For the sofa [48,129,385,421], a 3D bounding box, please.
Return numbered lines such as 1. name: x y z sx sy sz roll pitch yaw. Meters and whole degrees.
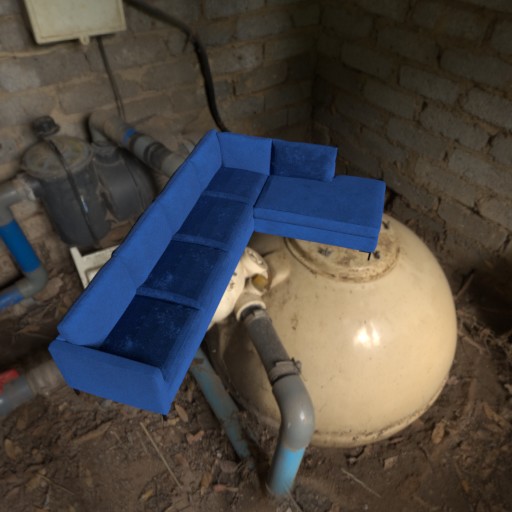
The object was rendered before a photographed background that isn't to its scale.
1. sofa: 0.000 0.000 3.242 1.707 0.687 2.486 11 44 12
